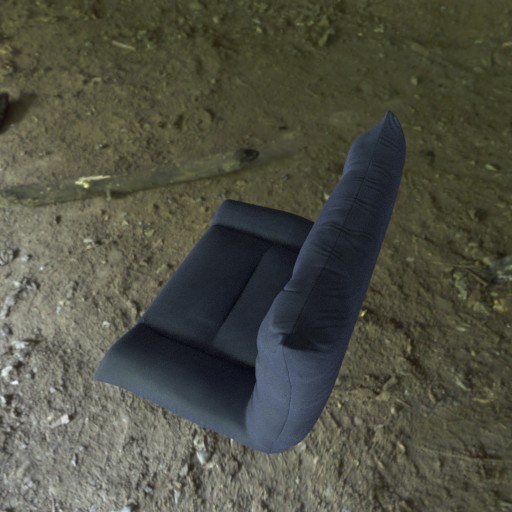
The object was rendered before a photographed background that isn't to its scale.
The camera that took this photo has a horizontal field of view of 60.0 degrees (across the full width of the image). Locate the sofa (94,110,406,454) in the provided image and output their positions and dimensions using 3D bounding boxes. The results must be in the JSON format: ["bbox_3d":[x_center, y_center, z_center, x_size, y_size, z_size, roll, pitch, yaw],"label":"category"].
[{"bbox_3d":[0.000,0.000,1.672,0.849,0.778,1.122,17,49,16],"label":"sofa"}]
